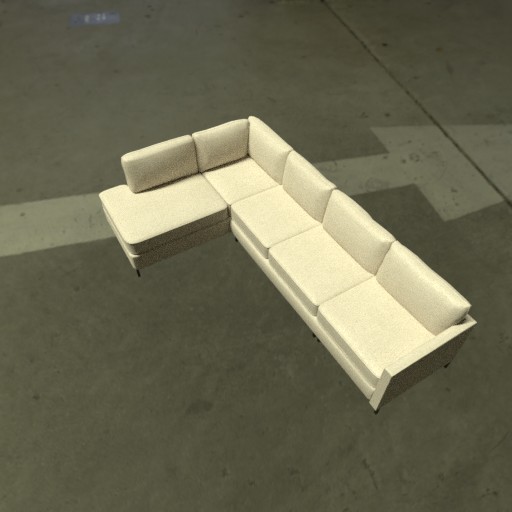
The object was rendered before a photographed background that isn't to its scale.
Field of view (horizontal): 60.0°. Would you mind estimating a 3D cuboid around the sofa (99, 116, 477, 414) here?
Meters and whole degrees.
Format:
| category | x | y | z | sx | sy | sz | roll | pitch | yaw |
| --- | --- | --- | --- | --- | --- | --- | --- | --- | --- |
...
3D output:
| category | x | y | z | sx | sy | sz | roll | pitch | yaw |
| --- | --- | --- | --- | --- | --- | --- | --- | --- | --- |
| sofa | 0.000 | 0.000 | 4.291 | 2.048 | 0.996 | 3.384 | -24 | 52 | -20 |
